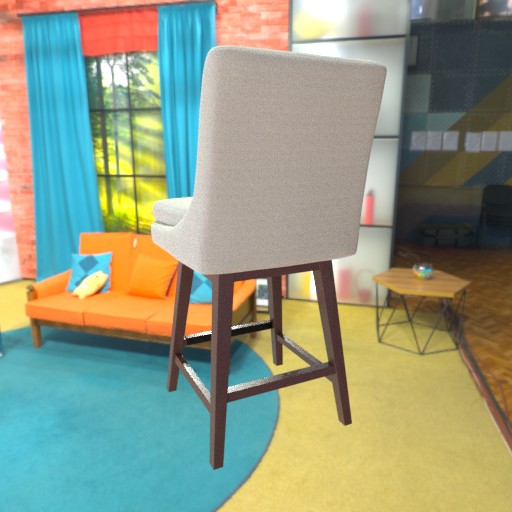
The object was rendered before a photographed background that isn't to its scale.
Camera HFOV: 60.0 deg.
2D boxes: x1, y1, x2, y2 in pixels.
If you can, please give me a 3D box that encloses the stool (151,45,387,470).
[{"bbox_3d":[0.000,0.000,1.271,0.483,0.991,0.559,-7,15,-26],"label":"stool"}]
